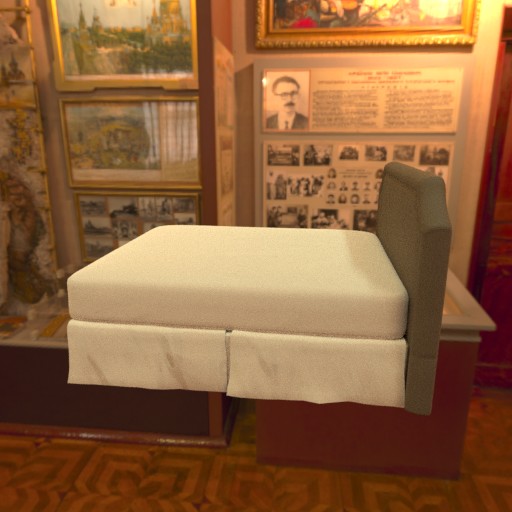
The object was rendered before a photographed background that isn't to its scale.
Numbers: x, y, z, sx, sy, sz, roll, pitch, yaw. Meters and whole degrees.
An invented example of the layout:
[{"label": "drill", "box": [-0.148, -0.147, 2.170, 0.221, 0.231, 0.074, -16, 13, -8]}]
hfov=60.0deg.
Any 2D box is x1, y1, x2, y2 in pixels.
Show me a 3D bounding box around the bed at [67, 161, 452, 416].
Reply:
[{"label": "bed", "box": [0.000, 0.000, 3.241, 2.181, 1.297, 1.831, 2, 15, 8]}]
